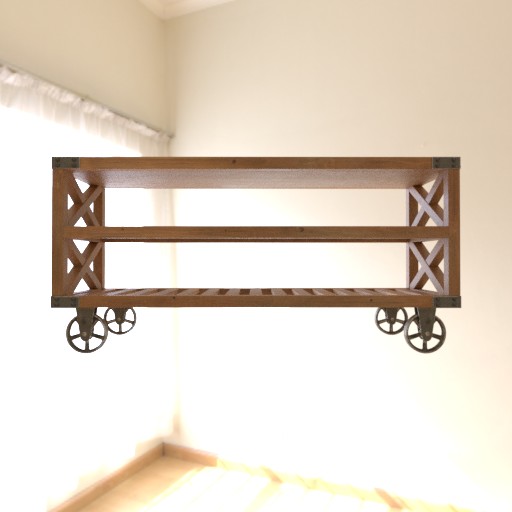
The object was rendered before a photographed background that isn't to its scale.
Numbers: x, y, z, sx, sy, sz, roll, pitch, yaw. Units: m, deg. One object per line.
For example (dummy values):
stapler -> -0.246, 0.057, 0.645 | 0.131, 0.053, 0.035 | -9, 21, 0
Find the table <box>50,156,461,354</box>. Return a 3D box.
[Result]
table -> 0.000, 0.000, 1.818 | 1.487, 0.711, 0.467 | 0, -1, 0
